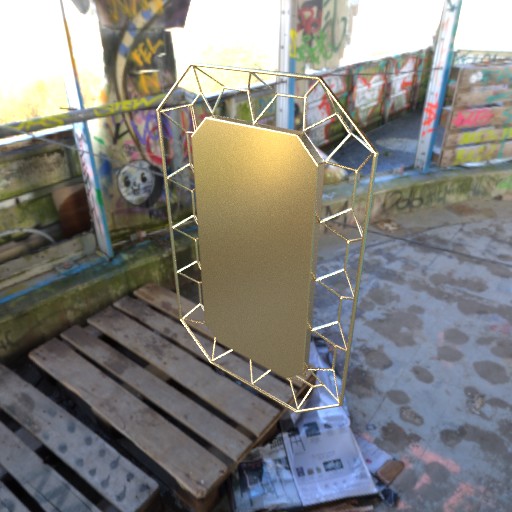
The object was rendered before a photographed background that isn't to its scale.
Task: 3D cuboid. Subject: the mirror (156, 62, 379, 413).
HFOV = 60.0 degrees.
[{"bbox_3d":[0.000,0.000,1.101,0.572,0.870,0.051,21,36,32],"label":"mirror"}]
